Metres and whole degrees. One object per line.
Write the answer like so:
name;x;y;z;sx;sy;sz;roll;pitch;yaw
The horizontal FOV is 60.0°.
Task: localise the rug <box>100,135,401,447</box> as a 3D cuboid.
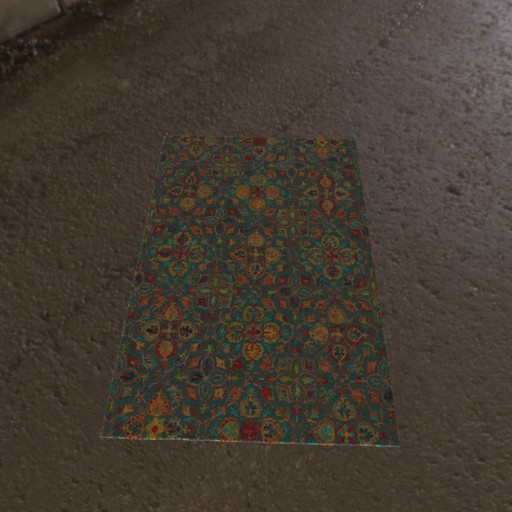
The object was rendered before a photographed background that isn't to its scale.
rug;0.000;0.000;2.888;1.527;0.016;2.290;1;56;1
